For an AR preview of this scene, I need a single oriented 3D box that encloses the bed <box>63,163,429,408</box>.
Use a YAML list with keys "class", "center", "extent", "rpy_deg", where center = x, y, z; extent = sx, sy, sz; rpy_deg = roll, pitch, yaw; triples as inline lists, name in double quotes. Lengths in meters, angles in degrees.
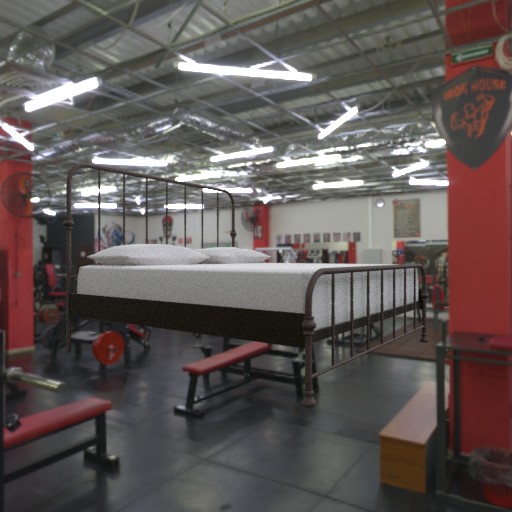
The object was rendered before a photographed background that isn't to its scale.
- class: "bed"
  center: [0.000, 0.000, 3.530]
  extent: [2.134, 1.446, 2.044]
  rpy_deg: [0, 0, 36]
